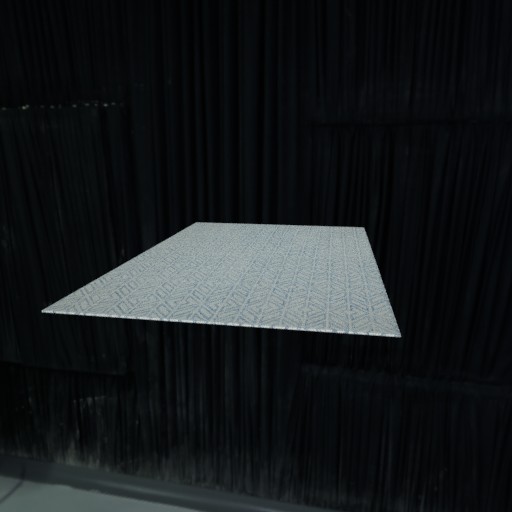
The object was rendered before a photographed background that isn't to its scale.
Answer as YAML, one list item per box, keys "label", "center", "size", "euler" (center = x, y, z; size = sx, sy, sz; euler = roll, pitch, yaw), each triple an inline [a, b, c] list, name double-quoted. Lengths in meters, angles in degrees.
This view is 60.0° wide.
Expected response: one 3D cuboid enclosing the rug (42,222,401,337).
- label: "rug"
  center: [0.000, 0.000, 2.335]
  size: [1.220, 0.008, 1.824]
  euler: [2, 14, 10]
